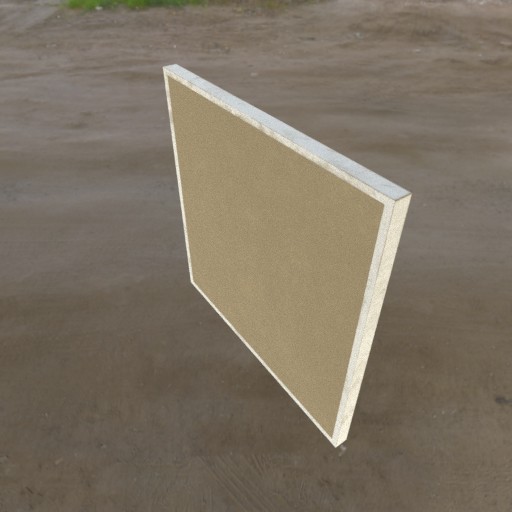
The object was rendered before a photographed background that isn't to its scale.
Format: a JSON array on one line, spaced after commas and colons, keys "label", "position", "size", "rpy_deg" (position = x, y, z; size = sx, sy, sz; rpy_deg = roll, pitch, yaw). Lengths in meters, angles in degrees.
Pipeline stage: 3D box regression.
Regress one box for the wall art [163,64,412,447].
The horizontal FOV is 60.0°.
[{"label": "wall art", "position": [0.000, 0.000, 1.144], "size": [0.038, 0.757, 0.760], "rpy_deg": [-25, 46, -26]}]
